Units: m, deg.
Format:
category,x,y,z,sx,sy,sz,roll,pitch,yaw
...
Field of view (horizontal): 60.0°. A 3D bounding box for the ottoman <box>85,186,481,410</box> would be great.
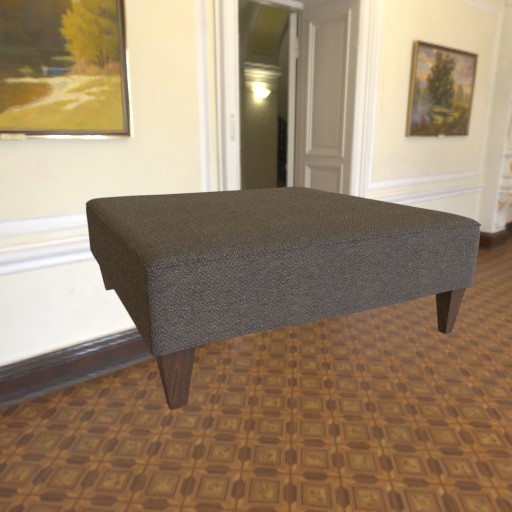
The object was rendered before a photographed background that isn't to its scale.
category,x,y,z,sx,sy,sz,roll,pitch,yaw
ottoman,0.000,0.000,1.505,0.970,0.378,0.981,-8,17,-26
